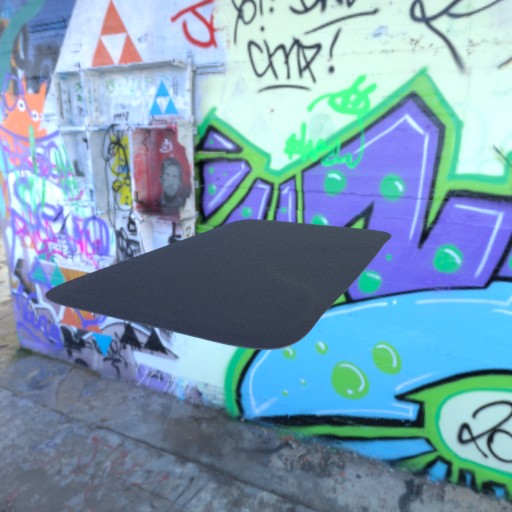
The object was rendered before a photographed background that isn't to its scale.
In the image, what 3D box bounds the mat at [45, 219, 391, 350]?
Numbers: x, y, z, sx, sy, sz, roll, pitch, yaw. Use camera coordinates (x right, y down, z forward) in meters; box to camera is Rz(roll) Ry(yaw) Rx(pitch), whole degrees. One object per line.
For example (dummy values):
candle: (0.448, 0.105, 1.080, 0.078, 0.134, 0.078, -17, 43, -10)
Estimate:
mat: (0.000, 0.000, 1.897, 0.918, 0.013, 1.524, 8, 17, 25)
